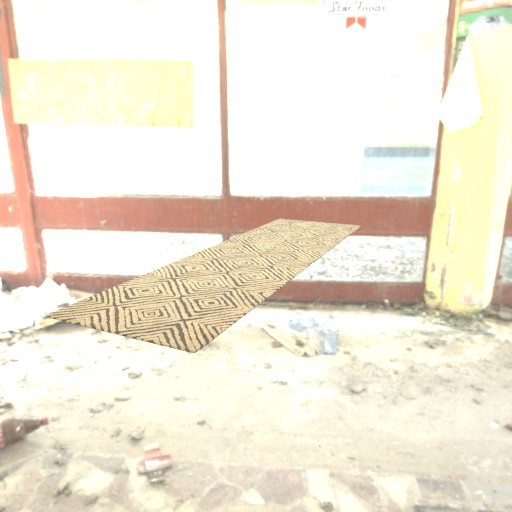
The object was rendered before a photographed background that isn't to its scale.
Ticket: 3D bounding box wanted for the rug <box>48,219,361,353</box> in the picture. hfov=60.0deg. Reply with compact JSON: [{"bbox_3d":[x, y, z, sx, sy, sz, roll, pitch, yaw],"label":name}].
[{"bbox_3d":[0.000,0.000,2.531,0.676,0.008,2.277,7,17,25],"label":"rug"}]
